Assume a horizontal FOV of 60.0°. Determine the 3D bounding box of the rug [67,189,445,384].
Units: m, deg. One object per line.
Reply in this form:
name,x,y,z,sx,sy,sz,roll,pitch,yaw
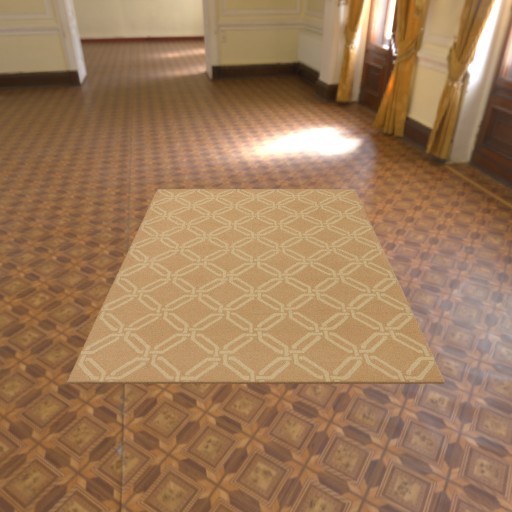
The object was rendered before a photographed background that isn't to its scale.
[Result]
rug,0.000,0.000,3.899,2.288,0.018,2.895,0,32,0
